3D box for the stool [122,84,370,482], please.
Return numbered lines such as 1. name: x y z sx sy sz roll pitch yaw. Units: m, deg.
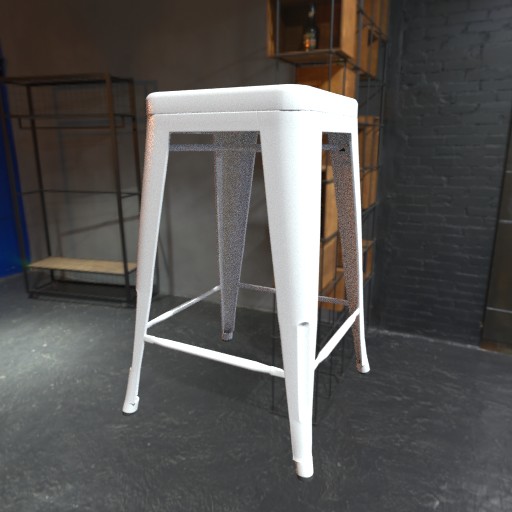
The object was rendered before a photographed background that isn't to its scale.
1. stool: 0.000 0.000 0.895 0.406 0.610 0.406 8 16 27
